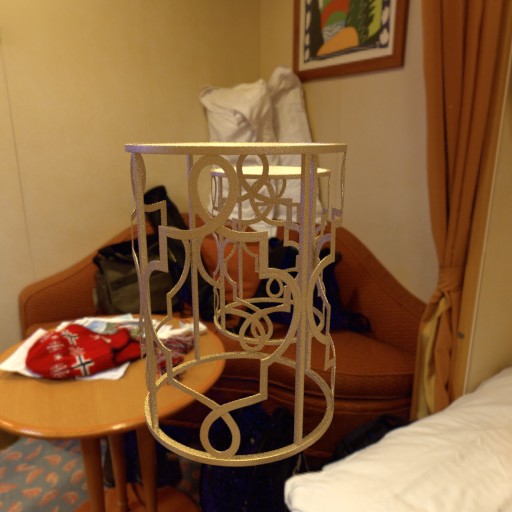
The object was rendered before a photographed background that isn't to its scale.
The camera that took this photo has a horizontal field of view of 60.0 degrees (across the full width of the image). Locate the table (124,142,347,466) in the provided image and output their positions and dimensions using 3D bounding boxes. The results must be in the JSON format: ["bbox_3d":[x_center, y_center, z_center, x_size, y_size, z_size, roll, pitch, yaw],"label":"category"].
[{"bbox_3d":[0.000,0.000,1.136,0.420,0.564,0.846,3,15,10],"label":"table"}]
